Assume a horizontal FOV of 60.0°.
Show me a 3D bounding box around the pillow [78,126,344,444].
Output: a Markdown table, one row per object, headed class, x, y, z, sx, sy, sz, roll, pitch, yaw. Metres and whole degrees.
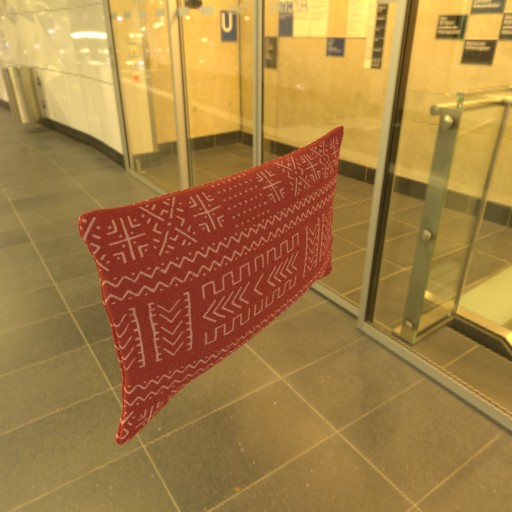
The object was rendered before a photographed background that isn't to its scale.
| class | x | y | z | sx | sy | sz | roll | pitch | yaw |
| --- | --- | --- | --- | --- | --- | --- | --- | --- | --- |
| pillow | 0.000 | 0.000 | 0.776 | 0.130 | 0.352 | 0.640 | 18 | 32 | 32 |
